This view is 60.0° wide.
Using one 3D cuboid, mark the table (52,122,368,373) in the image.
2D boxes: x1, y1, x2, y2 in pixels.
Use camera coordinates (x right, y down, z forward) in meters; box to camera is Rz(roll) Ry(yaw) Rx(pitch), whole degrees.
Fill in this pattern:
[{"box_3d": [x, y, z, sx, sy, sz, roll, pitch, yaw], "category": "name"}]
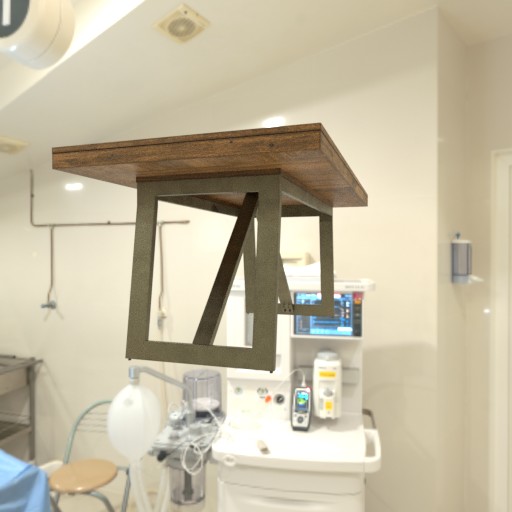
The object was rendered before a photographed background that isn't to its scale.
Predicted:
[{"box_3d": [0.000, 0.000, 2.159, 0.931, 0.757, 1.641, 0, 1, 19], "category": "table"}]
